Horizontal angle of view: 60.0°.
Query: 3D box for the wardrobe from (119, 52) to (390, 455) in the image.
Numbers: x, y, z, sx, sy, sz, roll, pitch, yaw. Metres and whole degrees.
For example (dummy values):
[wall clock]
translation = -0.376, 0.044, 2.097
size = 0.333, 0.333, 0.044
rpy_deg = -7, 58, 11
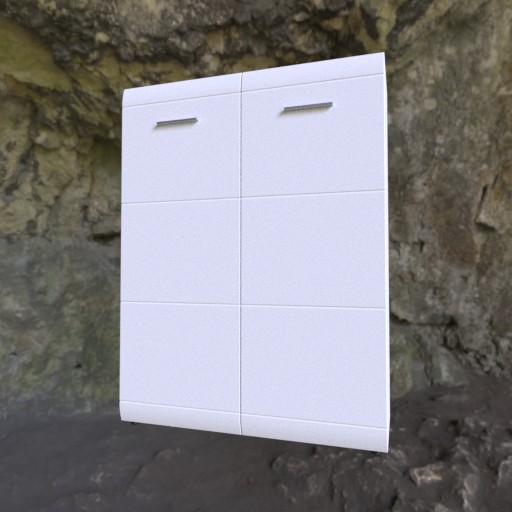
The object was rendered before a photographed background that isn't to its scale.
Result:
[wardrobe]
translation = 0.000, 0.000, 1.584
size = 0.900, 1.200, 0.360
rpy_deg = -1, -2, 18
